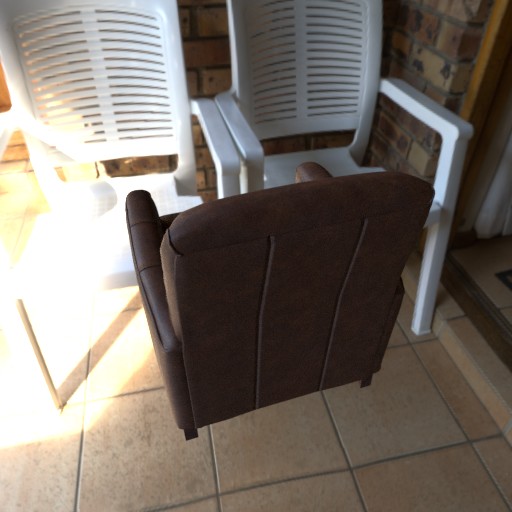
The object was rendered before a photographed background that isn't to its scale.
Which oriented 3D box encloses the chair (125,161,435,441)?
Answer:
[{"bbox_3d":[0.000,0.000,1.586,0.839,1.010,0.850,-12,42,-14],"label":"chair"}]
